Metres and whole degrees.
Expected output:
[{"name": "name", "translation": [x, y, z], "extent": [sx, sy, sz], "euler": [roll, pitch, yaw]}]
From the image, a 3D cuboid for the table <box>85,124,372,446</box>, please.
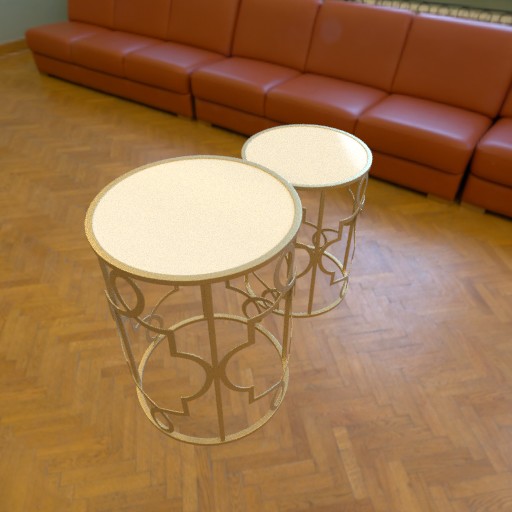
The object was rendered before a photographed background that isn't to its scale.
[{"name": "table", "translation": [0.000, 0.000, 1.193], "extent": [0.420, 0.564, 0.846], "euler": [24, 46, 25]}]
